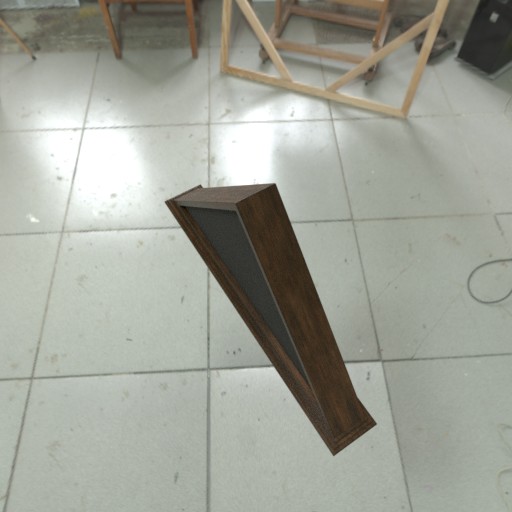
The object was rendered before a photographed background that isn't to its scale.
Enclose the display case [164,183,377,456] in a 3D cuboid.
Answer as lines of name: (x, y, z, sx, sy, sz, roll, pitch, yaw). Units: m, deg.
display case: (0.000, 0.000, 0.758, 0.095, 0.340, 0.640, -29, 63, -16)
